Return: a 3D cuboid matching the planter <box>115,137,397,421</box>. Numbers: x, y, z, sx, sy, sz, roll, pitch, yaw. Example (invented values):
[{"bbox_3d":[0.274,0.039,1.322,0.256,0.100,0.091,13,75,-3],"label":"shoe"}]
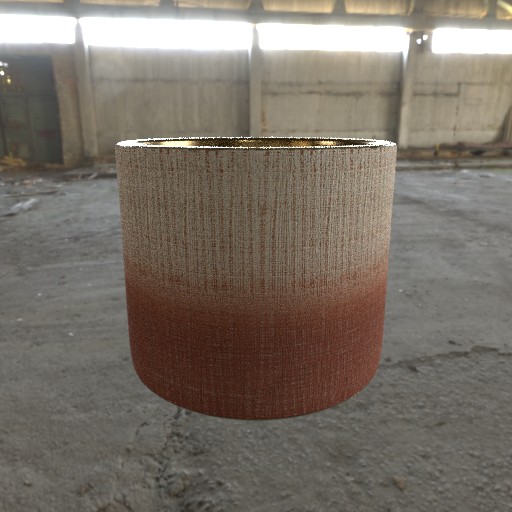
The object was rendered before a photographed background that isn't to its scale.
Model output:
[{"bbox_3d":[0.000,0.000,0.440,0.254,0.221,0.254,0,17,0],"label":"planter"}]
